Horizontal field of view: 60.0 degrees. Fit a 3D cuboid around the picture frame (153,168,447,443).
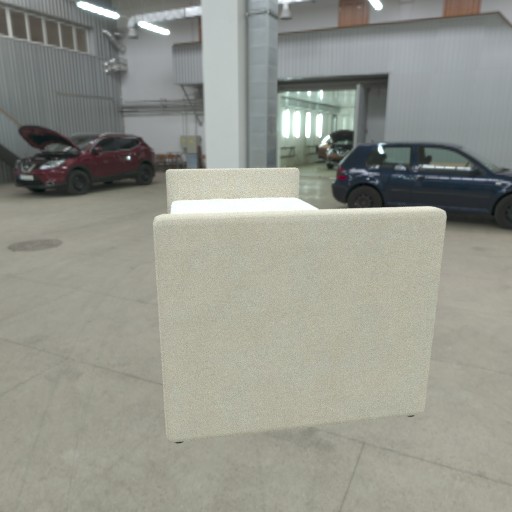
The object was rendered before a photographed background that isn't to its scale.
[{"bbox_3d":[0.000,0.000,2.680,1.069,0.891,2.161,-3,16,-10],"label":"picture frame"}]
